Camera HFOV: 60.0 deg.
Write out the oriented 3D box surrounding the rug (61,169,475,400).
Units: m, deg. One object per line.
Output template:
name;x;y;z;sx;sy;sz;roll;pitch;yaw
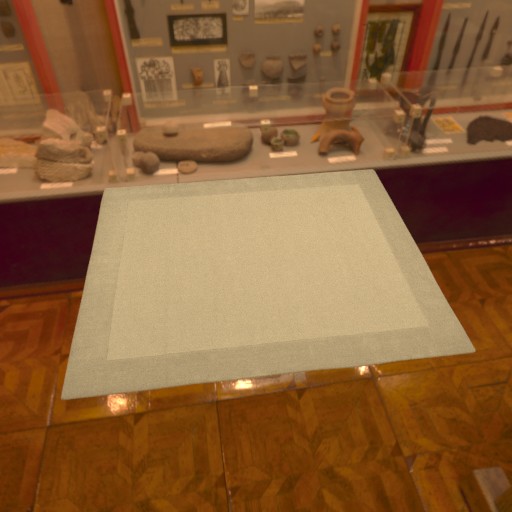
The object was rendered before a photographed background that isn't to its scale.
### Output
rug;0.000;0.000;3.991;2.976;0.018;2.430;-5;45;-5
